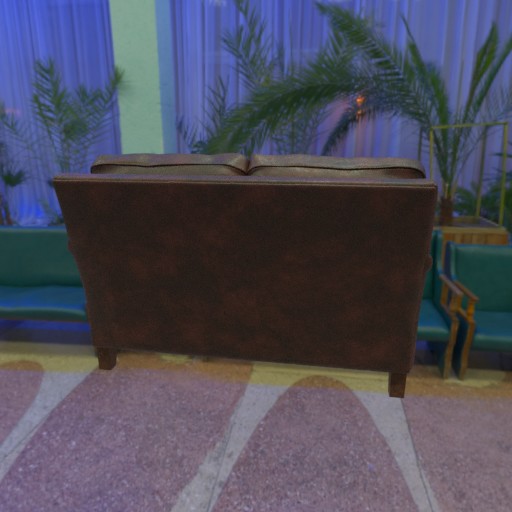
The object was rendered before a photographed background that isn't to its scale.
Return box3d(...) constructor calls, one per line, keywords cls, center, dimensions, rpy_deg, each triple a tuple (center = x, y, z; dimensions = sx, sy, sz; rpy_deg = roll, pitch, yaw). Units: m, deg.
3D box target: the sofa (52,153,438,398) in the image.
box3d(cls="sofa", center=(0.000, 0.000, 2.332), dimensions=(1.628, 1.070, 1.148), rpy_deg=(3, 16, 10))
